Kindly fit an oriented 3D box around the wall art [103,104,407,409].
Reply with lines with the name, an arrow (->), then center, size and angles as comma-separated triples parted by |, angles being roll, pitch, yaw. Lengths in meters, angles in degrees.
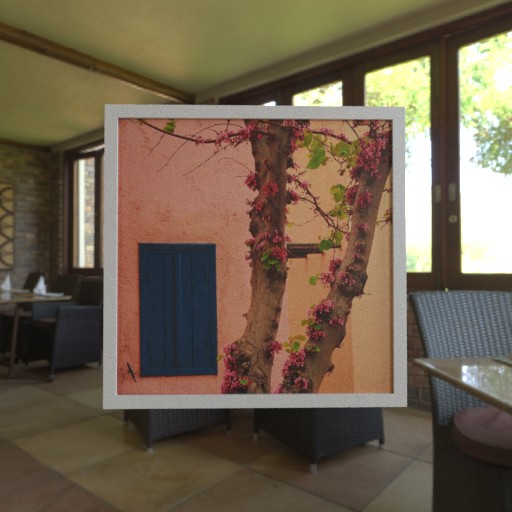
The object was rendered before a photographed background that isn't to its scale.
wall art -> 0.000, 0.000, 1.136 | 0.762, 0.762, 0.038 | 0, -1, -1
